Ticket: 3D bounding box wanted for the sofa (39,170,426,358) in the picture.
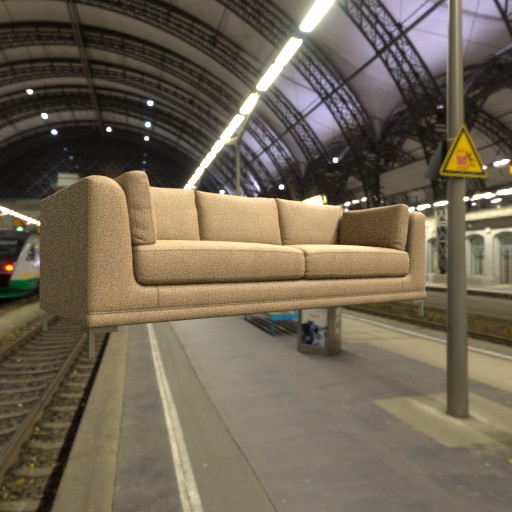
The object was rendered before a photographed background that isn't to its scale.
[{"bbox_3d":[0.000,0.000,2.902,2.415,0.867,0.969,0,-1,-37],"label":"sofa"}]
